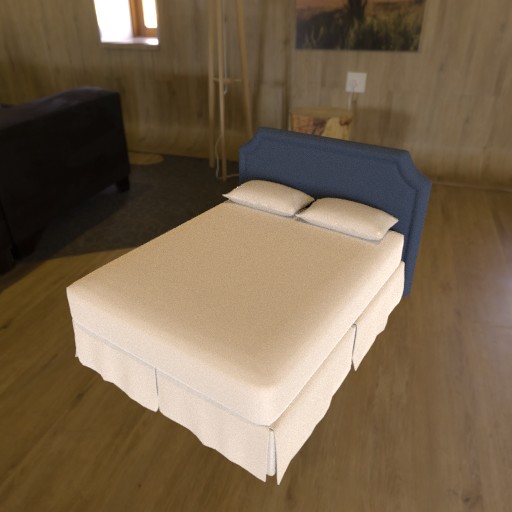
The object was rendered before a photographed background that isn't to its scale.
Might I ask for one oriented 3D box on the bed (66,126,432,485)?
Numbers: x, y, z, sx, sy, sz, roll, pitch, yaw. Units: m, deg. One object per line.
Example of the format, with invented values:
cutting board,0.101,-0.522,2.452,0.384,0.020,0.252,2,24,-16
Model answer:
bed,0.000,0.000,3.311,1.831,1.297,2.260,19,35,29
